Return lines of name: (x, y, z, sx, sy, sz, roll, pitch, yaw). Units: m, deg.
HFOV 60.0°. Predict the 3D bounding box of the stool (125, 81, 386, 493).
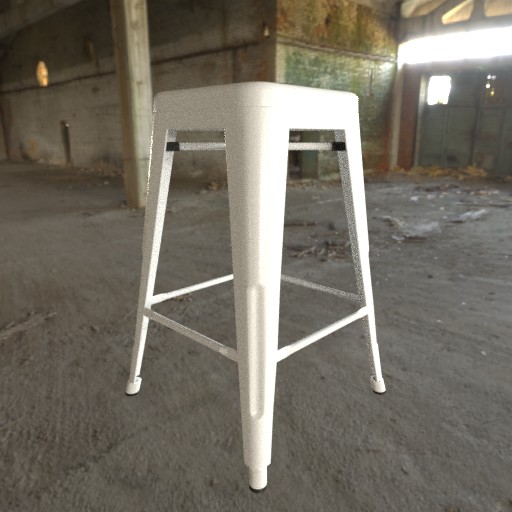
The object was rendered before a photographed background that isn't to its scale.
stool: (0.000, 0.000, 0.878, 0.406, 0.610, 0.406, 14, 21, 42)
